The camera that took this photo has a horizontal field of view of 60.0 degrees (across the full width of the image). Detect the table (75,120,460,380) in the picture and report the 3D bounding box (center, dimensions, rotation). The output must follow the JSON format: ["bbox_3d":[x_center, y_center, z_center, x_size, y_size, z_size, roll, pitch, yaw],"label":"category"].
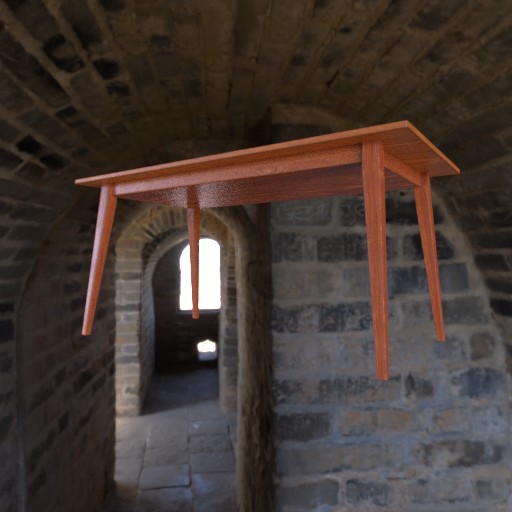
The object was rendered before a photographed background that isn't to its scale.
[{"bbox_3d":[0.000,0.000,2.054,1.609,0.755,0.811,-1,-1,34],"label":"table"}]
